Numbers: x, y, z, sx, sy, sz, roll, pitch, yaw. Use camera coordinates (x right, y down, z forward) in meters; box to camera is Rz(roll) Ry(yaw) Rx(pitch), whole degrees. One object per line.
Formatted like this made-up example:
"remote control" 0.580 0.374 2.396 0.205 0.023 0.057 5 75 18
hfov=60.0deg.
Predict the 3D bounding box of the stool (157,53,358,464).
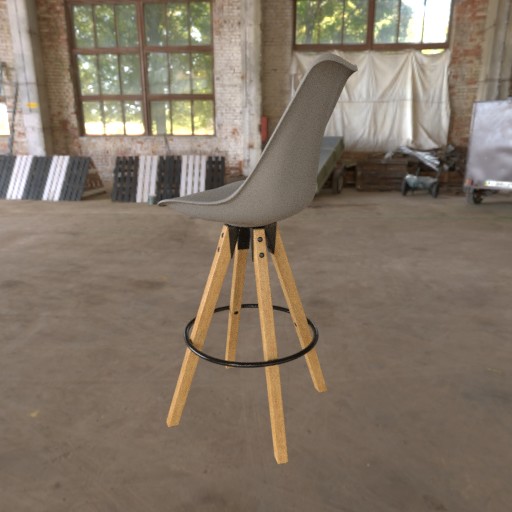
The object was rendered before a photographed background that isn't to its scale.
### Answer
"stool" 0.000 0.000 1.399 0.550 1.115 0.485 8 18 24
